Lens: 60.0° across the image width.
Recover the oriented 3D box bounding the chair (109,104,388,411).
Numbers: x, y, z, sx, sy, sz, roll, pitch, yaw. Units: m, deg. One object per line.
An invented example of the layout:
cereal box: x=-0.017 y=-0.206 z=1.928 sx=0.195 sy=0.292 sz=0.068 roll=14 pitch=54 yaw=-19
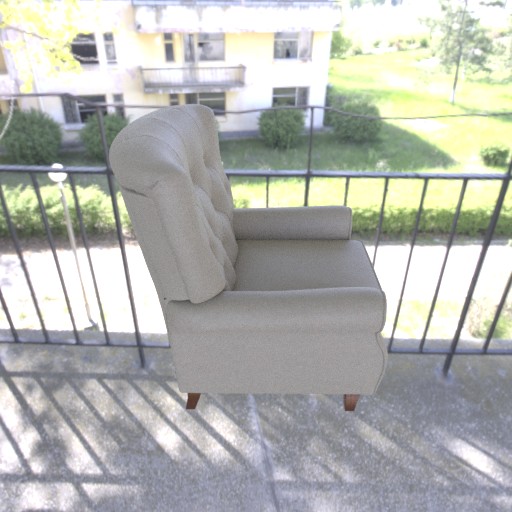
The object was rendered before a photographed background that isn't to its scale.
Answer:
chair: x=0.000 y=0.000 z=1.927 sx=1.059 sy=1.158 sz=0.943 roll=1 pitch=31 yaw=1
